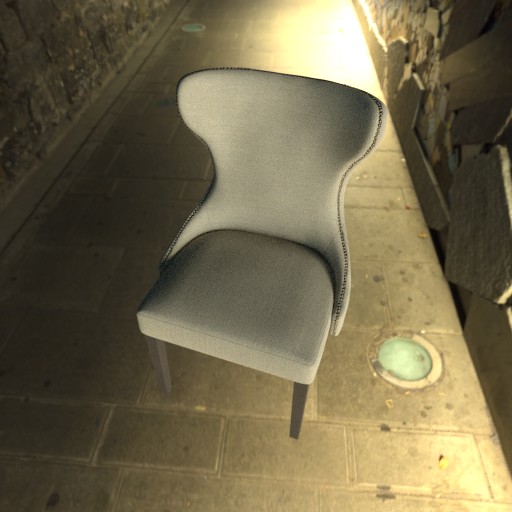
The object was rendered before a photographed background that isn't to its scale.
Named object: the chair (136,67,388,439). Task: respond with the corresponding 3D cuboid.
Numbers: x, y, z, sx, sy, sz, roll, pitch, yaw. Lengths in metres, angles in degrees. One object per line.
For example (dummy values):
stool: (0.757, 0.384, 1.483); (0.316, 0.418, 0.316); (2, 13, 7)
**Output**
chair: (0.000, 0.000, 1.415); (0.628, 0.967, 0.635); (14, 45, 14)
